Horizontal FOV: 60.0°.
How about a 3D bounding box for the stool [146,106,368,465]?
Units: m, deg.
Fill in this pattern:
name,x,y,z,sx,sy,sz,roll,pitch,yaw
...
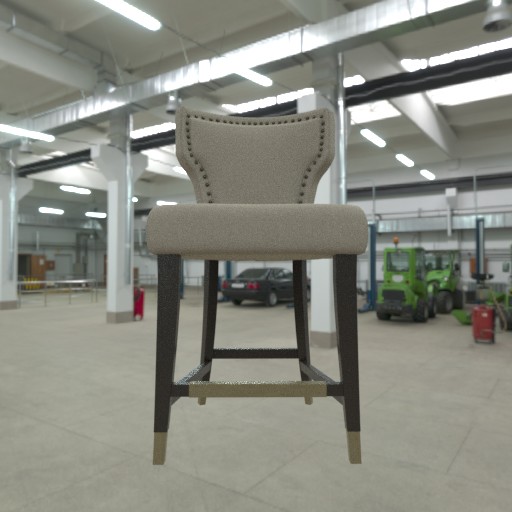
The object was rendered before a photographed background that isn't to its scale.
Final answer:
name,x,y,z,sx,sy,sz,roll,pitch,yaw
stool,0.000,0.000,1.290,0.527,0.982,0.563,0,-1,-1
